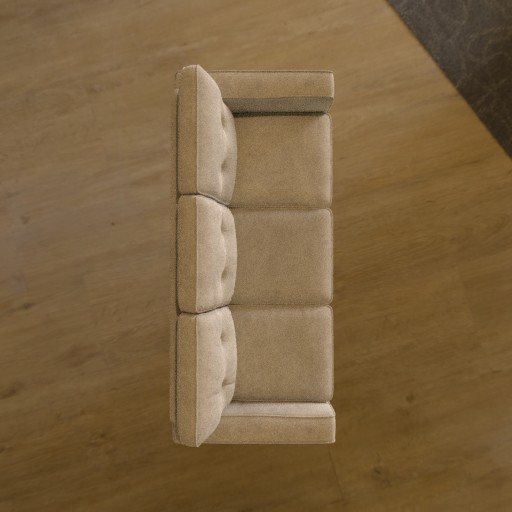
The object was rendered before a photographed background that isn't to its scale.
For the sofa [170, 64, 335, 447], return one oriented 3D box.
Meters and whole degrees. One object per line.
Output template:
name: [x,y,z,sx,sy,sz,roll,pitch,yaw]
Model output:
sofa: [0.000,0.000,2.679,0.939,0.965,2.133,0,89,0]
